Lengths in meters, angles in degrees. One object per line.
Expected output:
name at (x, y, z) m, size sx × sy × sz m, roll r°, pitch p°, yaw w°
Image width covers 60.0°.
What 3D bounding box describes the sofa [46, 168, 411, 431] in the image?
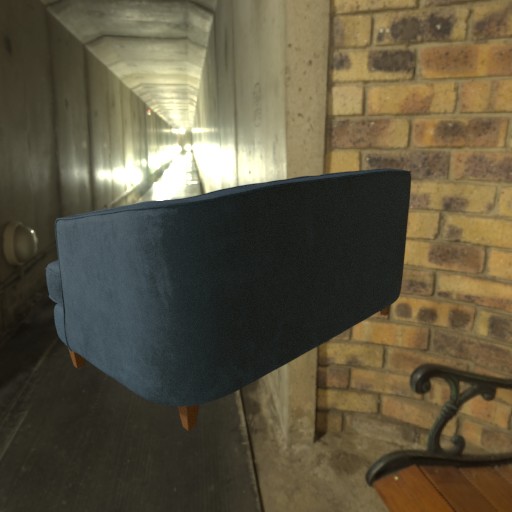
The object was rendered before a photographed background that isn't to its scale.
sofa at (0.000, 0.000, 2.207) m, size 0.941 × 0.854 × 1.733 m, roll 15°, pitch 22°, yaw 42°
